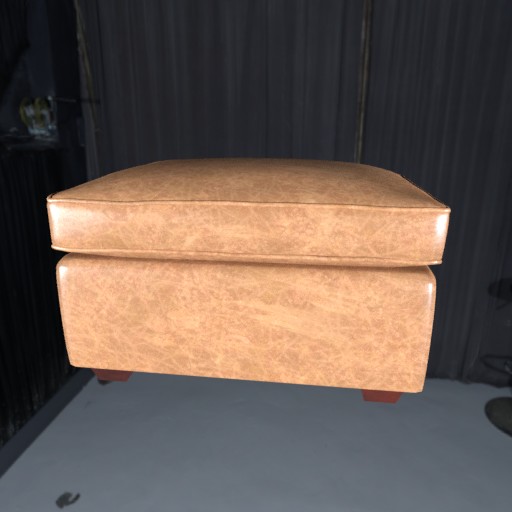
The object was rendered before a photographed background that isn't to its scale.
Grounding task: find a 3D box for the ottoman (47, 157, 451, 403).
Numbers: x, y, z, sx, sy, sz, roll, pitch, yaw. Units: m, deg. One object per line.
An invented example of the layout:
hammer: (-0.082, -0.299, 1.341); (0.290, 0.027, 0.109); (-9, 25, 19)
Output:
ottoman: (0.000, 0.000, 1.093); (0.756, 0.468, 0.554); (2, 17, 8)
